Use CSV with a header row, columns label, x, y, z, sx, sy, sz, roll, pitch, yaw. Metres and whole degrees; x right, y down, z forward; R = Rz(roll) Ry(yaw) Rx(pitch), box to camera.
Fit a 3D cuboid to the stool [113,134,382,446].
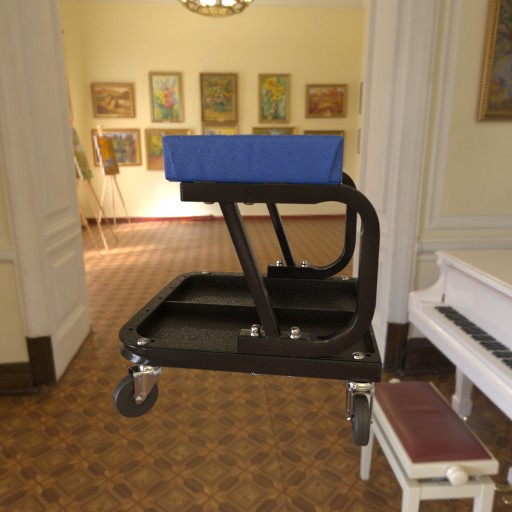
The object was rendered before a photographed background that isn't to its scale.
label,x,y,z,sx,sy,sz,roll,pitch,yaw
stool,0.000,0.000,0.729,0.371,0.380,0.446,2,15,8
